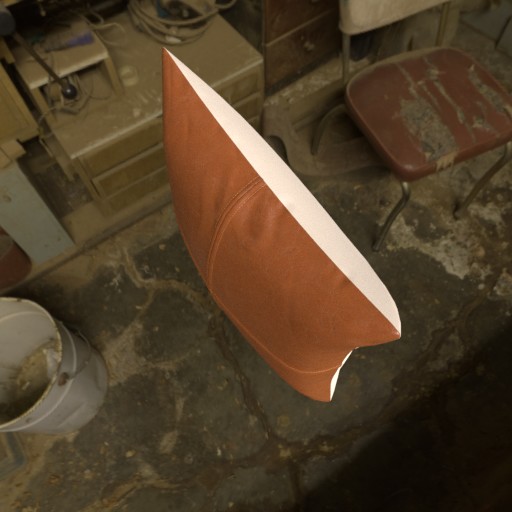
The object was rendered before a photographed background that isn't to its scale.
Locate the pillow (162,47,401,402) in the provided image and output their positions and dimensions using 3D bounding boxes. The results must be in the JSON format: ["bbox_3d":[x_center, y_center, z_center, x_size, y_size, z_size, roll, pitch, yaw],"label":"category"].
[{"bbox_3d":[0.000,0.000,0.743,0.192,0.477,0.501,-31,68,-14],"label":"pillow"}]
